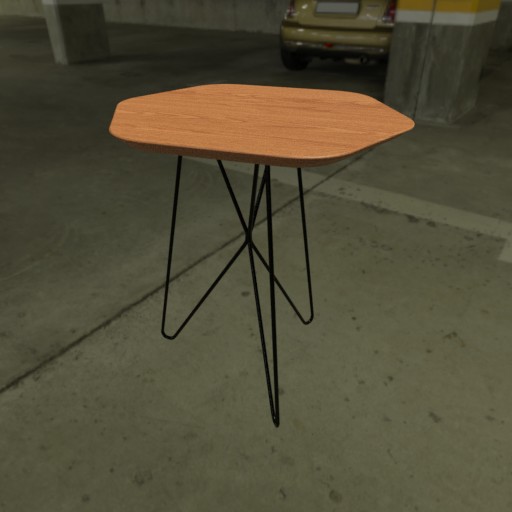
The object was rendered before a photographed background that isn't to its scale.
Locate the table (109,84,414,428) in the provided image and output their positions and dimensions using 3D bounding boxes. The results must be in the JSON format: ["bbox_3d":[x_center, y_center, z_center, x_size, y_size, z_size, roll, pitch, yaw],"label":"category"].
[{"bbox_3d":[0.000,0.000,0.877,0.500,0.562,0.400,9,33,15],"label":"table"}]
